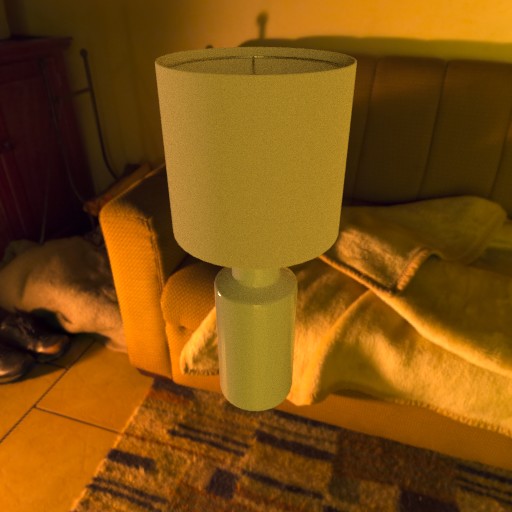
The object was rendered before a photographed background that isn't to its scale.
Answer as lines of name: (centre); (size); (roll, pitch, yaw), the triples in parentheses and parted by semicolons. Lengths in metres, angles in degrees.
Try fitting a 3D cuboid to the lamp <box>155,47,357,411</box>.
lamp: (0.000, 0.000, 0.600); (0.212, 0.493, 0.212); (-1, 31, -2)
